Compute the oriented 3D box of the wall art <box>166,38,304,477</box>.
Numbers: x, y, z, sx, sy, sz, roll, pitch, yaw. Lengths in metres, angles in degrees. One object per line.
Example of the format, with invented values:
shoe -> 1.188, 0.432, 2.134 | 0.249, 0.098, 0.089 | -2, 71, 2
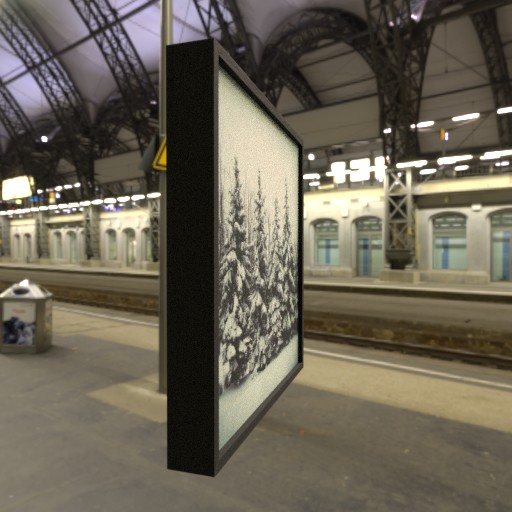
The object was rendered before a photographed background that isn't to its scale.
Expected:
wall art -> 0.000, 0.000, 0.458 | 0.037, 0.305, 0.305 | 0, 1, 18
